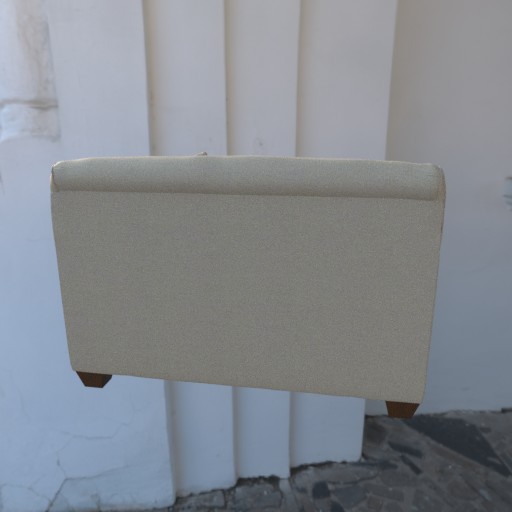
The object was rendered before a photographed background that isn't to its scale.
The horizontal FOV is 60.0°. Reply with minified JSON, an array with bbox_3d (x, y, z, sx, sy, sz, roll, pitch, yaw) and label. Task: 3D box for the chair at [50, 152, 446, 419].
[{"bbox_3d":[0.000,0.000,2.037,1.383,0.948,1.000,3,16,9],"label":"chair"}]
